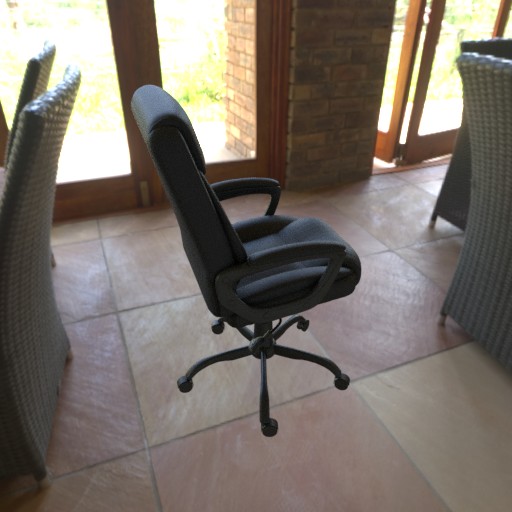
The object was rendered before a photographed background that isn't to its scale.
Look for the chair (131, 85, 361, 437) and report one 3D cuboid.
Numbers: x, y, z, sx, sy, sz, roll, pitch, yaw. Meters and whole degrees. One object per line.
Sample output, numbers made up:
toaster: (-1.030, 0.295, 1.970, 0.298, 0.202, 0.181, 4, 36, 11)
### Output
chair: (0.000, 0.000, 1.490, 0.655, 1.072, 0.615, -10, 32, -16)
